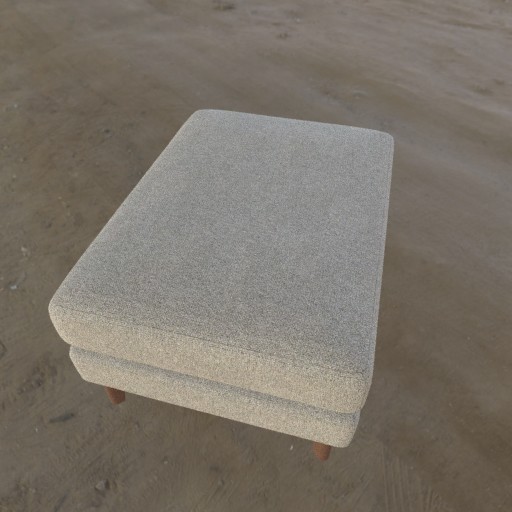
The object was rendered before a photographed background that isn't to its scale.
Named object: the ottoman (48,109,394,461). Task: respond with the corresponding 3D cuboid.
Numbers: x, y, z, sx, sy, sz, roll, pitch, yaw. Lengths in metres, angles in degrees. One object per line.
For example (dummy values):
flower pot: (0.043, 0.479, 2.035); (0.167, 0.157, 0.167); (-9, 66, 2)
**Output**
ottoman: (0.000, 0.000, 1.161); (0.611, 0.441, 0.821); (11, 46, 11)
